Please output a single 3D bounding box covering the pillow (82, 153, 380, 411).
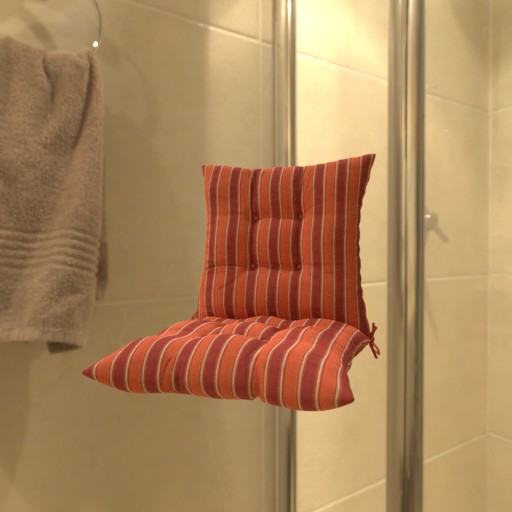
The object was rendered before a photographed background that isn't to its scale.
[{"bbox_3d":[0.000,0.000,1.020,0.541,0.536,0.585,0,1,18],"label":"pillow"}]
